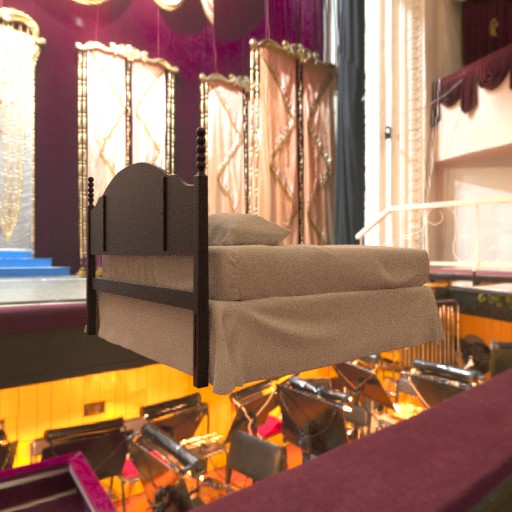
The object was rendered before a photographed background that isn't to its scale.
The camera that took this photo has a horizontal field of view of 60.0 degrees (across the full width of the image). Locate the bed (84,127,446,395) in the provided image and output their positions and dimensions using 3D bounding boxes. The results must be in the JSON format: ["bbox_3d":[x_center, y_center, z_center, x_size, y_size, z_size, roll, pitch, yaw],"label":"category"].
[{"bbox_3d":[0.000,0.000,3.703,2.219,1.355,2.322,0,0,-37],"label":"bed"}]
